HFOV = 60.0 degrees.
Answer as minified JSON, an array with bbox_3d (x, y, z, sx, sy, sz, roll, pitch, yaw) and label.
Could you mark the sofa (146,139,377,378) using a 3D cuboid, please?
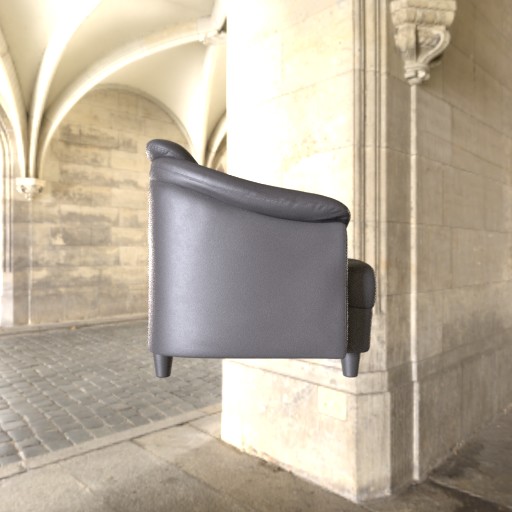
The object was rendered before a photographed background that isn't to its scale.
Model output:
[{"bbox_3d":[0.000,0.000,2.232,0.800,0.811,1.829,0,0,0],"label":"sofa"}]
